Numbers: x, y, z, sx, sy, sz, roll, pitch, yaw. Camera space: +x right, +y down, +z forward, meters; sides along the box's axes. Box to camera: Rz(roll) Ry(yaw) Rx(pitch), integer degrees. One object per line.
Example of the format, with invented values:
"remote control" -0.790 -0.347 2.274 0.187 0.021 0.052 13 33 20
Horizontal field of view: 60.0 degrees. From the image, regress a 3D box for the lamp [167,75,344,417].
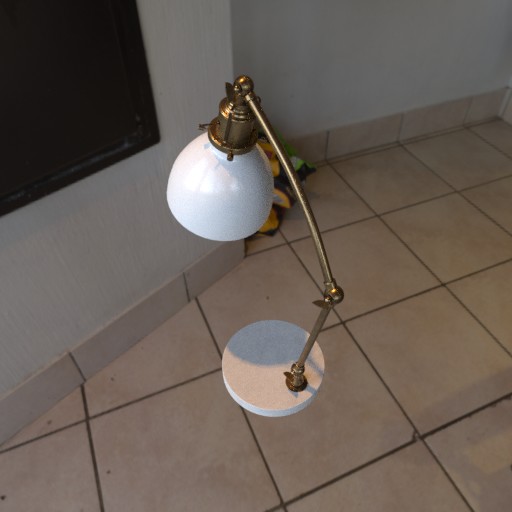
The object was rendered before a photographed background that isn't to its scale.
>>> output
"lamp" 0.000 0.000 0.660 0.186 0.522 0.317 -32 54 -28
